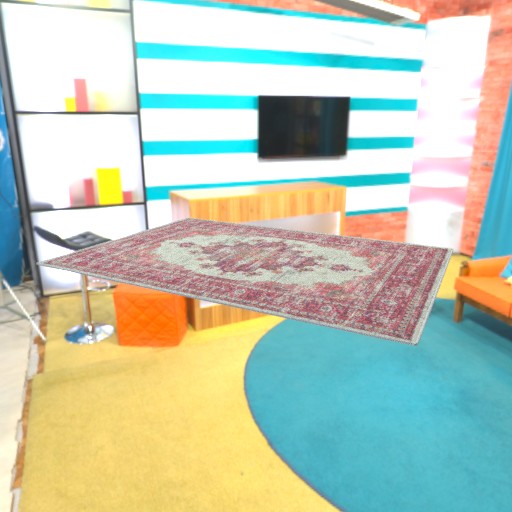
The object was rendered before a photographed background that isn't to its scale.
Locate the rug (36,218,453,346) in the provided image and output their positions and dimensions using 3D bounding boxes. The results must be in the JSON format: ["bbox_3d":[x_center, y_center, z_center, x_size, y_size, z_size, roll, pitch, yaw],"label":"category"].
[{"bbox_3d":[0.000,0.000,2.866,2.232,0.011,1.555,9,19,27],"label":"rug"}]
